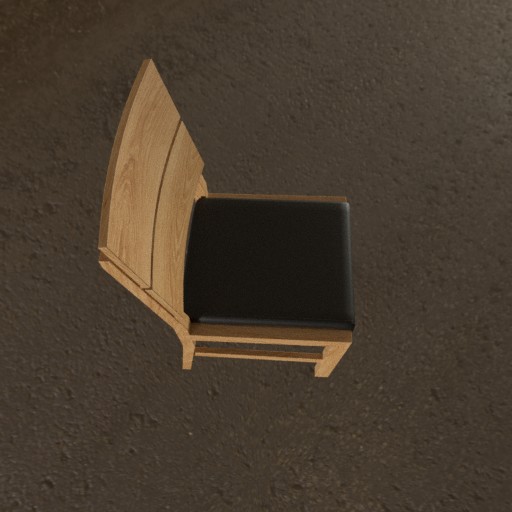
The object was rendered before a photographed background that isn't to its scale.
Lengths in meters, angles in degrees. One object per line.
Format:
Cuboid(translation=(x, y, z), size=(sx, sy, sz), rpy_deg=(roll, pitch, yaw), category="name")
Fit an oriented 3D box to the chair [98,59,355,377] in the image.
Cuboid(translation=(0.000, 0.000, 1.294), size=(0.569, 0.950, 0.475), rpy_deg=(3, 63, 1), category="chair")
